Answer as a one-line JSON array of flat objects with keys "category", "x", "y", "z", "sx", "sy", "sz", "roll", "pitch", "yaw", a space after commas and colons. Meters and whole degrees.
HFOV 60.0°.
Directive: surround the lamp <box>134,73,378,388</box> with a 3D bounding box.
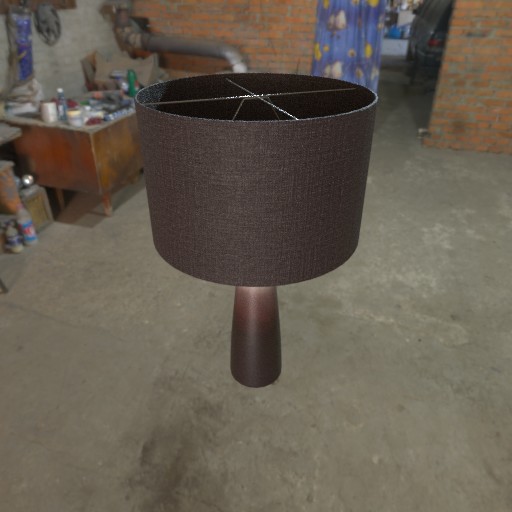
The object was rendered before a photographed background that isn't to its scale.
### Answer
[{"category": "lamp", "x": 0.000, "y": 0.000, "z": 0.690, "sx": 0.303, "sy": 0.488, "sz": 0.303, "roll": 0, "pitch": 31, "yaw": 0}]
